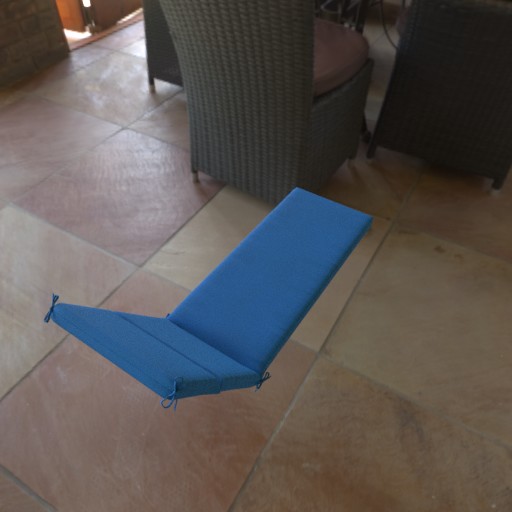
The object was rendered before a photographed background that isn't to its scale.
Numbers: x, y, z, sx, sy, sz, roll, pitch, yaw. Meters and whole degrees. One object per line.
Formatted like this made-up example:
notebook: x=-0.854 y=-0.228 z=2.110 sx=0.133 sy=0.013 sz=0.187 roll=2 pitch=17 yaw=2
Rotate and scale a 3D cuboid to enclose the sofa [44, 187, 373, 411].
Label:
sofa: x=0.000 y=0.000 z=1.971 sx=0.582 sy=0.622 sz=1.663 roll=26 pitch=51 yaw=23
